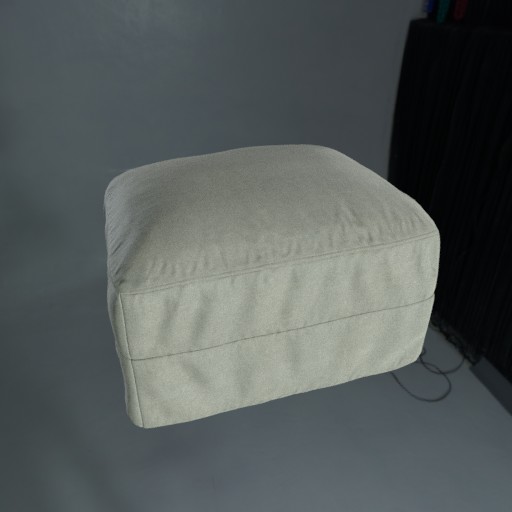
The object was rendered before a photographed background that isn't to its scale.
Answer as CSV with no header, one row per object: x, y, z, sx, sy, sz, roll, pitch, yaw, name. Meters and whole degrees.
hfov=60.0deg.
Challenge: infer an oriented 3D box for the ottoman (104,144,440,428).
0.000,0.000,1.107,0.712,0.480,0.584,-9,31,-15,ottoman
